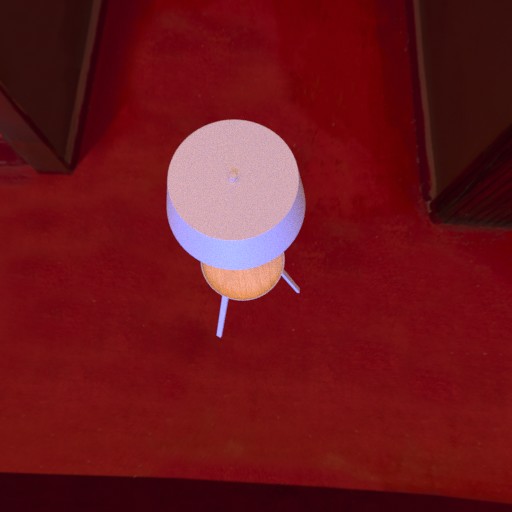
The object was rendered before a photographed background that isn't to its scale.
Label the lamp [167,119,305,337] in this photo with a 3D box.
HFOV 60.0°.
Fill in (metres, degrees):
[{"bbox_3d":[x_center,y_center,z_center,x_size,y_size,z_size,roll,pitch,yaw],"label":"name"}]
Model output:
[{"bbox_3d":[0.000,0.000,1.697,0.468,1.429,0.508,0,75,0],"label":"lamp"}]
